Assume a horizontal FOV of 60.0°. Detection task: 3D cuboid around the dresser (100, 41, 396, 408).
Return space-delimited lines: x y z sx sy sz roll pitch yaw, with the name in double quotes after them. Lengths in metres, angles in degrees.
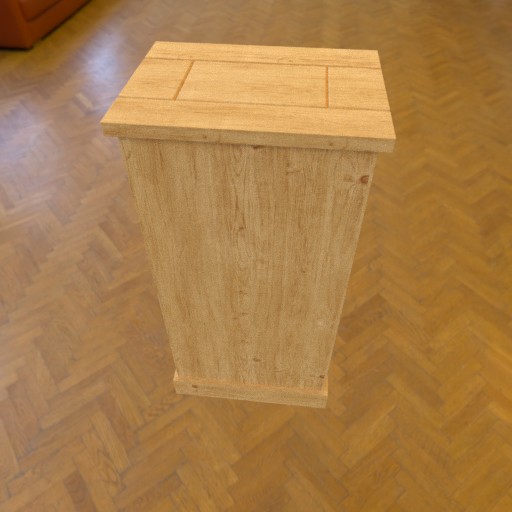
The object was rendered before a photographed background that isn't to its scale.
0.000 0.000 1.297 0.531 1.041 0.390 4 46 4 "dresser"
